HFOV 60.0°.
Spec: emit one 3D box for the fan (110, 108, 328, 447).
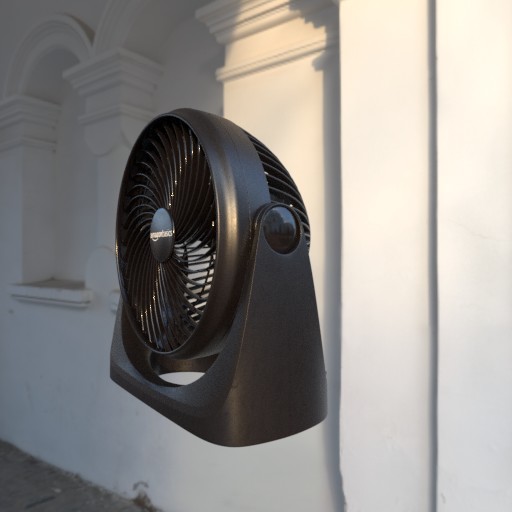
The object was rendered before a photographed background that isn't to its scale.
[{"bbox_3d":[0.000,0.000,0.487,0.256,0.277,0.273,0,0,-37],"label":"fan"}]
